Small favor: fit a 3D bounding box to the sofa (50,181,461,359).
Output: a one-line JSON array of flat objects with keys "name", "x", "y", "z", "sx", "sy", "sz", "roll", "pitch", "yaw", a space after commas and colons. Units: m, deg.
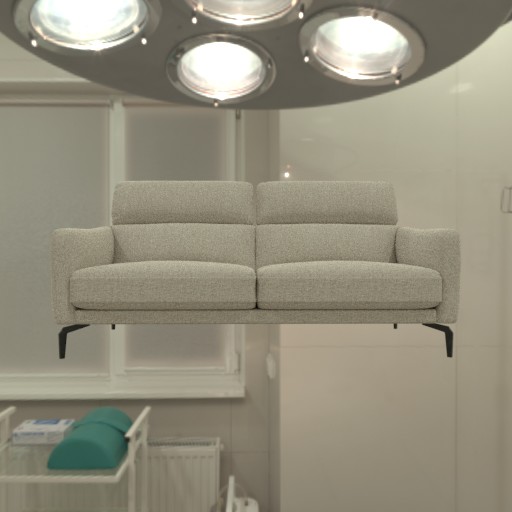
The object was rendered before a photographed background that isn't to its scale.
[{"name": "sofa", "x": 0.000, "y": 0.000, "z": 2.484, "sx": 2.015, "sy": 0.956, "sz": 0.856, "roll": 0, "pitch": 0, "yaw": -1}]
